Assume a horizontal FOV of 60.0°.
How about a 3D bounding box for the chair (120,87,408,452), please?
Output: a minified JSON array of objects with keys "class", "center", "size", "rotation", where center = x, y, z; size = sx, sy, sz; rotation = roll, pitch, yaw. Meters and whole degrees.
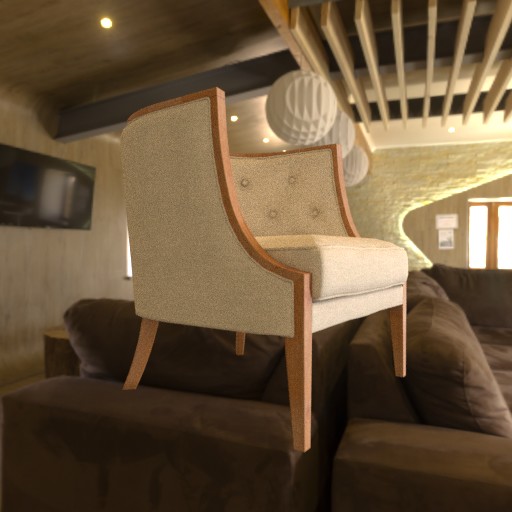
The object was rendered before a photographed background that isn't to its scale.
[{"class":"chair","center":[0.000,0.000,1.361],"size":[0.757,0.775,0.711],"rotation":[0,1,35]}]
